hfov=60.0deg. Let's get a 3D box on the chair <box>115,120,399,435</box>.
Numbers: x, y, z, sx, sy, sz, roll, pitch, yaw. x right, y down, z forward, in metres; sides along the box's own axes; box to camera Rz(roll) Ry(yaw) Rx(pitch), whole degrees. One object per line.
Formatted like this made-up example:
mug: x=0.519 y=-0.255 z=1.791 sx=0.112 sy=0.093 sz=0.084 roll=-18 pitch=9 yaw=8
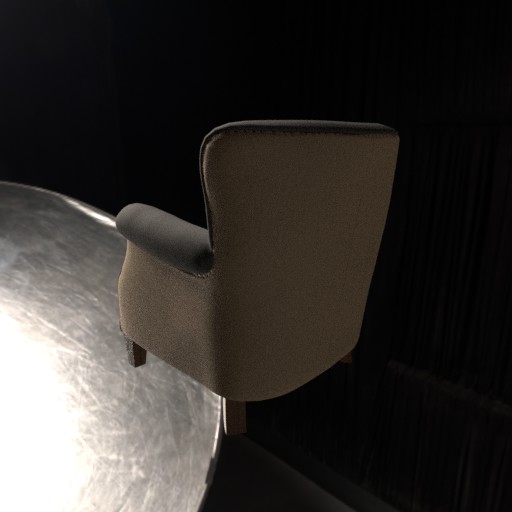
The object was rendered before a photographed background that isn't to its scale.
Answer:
chair: x=0.000 y=0.000 z=1.653 sx=0.921 sy=0.936 sz=0.861 roll=14 pitch=20 yaw=42
